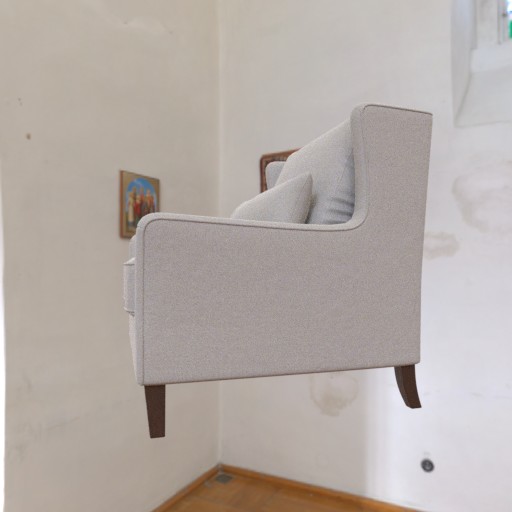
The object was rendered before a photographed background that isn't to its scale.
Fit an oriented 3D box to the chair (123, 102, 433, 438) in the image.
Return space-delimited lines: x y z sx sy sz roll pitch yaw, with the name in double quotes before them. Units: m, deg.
"chair" 0.000 0.000 1.817 1.040 1.056 0.982 0 -1 -17
